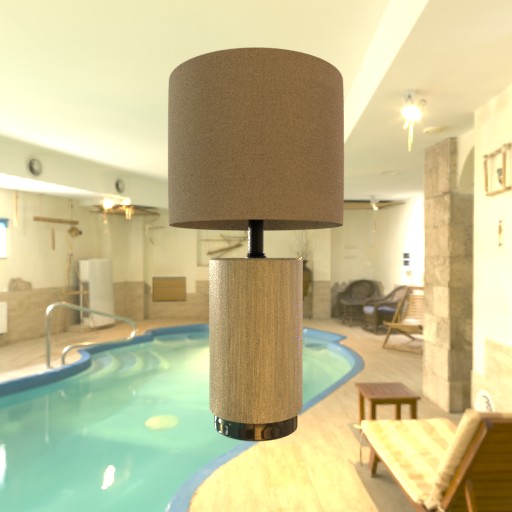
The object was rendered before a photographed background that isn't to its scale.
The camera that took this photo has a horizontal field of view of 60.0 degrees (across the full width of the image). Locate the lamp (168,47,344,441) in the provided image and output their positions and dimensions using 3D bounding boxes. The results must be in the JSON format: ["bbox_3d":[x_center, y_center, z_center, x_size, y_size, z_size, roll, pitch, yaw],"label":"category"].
[{"bbox_3d":[0.000,0.000,0.585,0.228,0.444,0.228,0,0,1],"label":"lamp"}]
